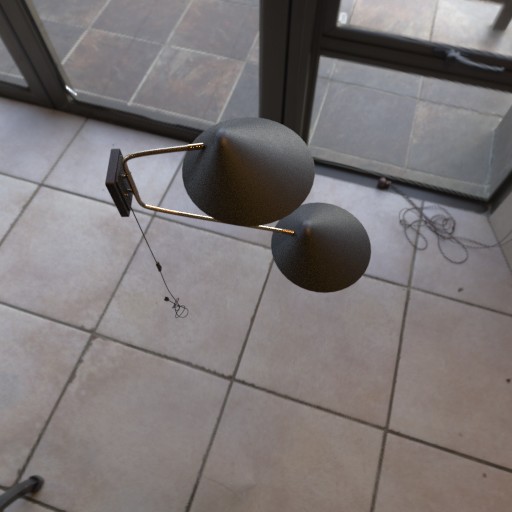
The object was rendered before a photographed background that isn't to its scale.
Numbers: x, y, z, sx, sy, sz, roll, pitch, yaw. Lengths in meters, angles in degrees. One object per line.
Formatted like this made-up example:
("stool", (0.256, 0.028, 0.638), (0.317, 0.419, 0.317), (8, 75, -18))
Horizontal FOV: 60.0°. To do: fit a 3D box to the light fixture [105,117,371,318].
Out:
("light fixture", (0.000, 0.000, 0.849), (0.422, 0.665, 0.189), (-1, 63, 0))
